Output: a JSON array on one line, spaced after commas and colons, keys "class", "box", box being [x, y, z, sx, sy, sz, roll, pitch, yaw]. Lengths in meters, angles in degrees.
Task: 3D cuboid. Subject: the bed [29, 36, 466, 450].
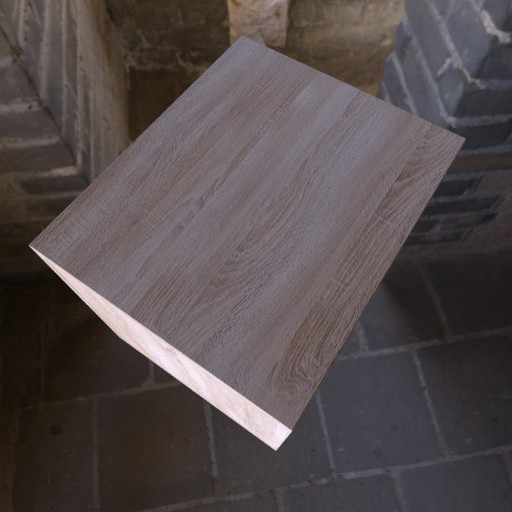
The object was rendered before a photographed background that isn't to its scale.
[{"class": "bed", "box": [0.000, 0.000, 0.772, 0.401, 0.420, 0.460, 31, 68, 14]}]
